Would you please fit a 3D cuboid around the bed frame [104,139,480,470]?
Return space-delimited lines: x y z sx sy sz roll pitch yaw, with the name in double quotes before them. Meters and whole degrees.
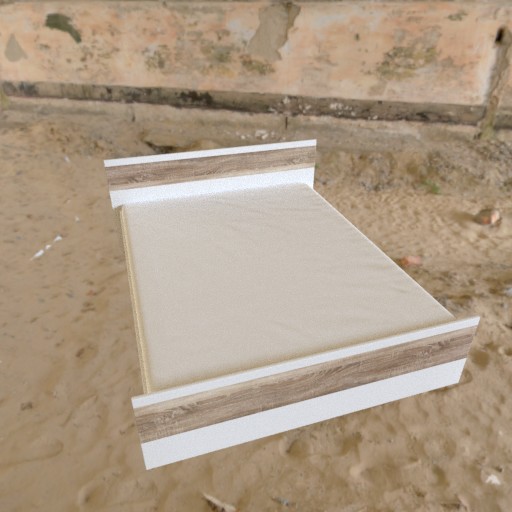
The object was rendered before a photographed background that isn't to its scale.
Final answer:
"bed frame" 0.000 0.000 2.892 1.720 0.800 2.060 -9 33 -15
